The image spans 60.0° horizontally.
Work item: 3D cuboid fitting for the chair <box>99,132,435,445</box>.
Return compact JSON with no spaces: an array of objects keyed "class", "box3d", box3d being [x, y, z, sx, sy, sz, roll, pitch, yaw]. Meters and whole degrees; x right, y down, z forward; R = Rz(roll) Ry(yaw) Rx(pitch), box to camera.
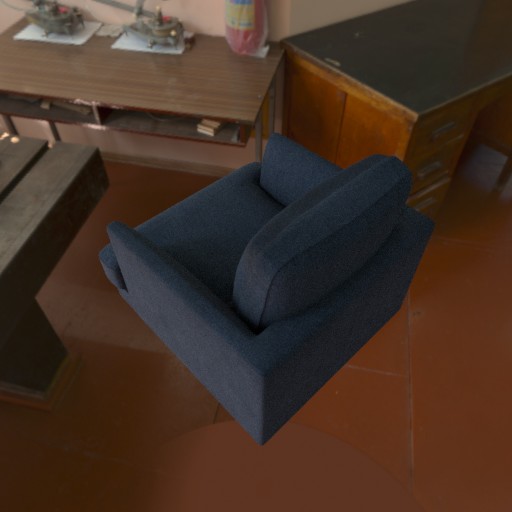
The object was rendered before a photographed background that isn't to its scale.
[{"class":"chair","box3d":[0.000,0.000,1.664,0.858,0.957,0.899,-35,57,-27]}]
